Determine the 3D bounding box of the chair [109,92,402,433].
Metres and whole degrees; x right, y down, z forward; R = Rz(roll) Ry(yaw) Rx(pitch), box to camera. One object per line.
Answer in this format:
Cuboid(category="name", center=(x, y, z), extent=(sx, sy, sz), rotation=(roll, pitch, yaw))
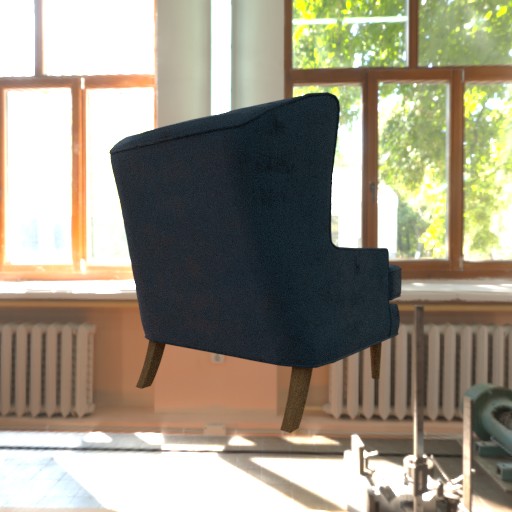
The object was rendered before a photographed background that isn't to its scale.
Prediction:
Cuboid(category="chair", center=(0.000, 0.000, 1.626), extent=(0.793, 0.952, 0.910), rotation=(1, 1, 37))
